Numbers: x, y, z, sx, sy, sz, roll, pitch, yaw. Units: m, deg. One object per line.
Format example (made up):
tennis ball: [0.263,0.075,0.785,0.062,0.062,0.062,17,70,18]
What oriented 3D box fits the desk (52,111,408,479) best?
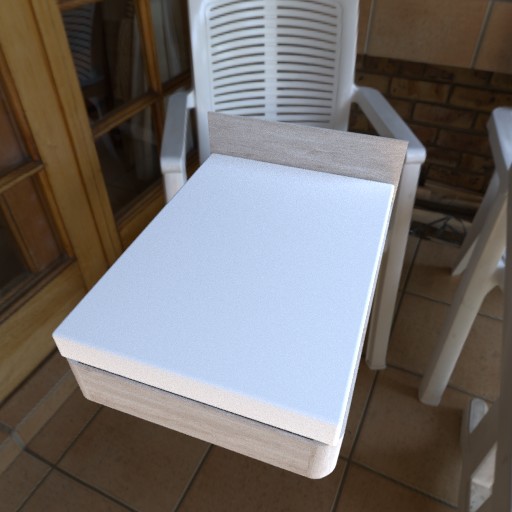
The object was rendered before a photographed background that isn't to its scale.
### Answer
desk: [0.000,0.000,2.601,1.400,0.800,1.900,13,43,15]
